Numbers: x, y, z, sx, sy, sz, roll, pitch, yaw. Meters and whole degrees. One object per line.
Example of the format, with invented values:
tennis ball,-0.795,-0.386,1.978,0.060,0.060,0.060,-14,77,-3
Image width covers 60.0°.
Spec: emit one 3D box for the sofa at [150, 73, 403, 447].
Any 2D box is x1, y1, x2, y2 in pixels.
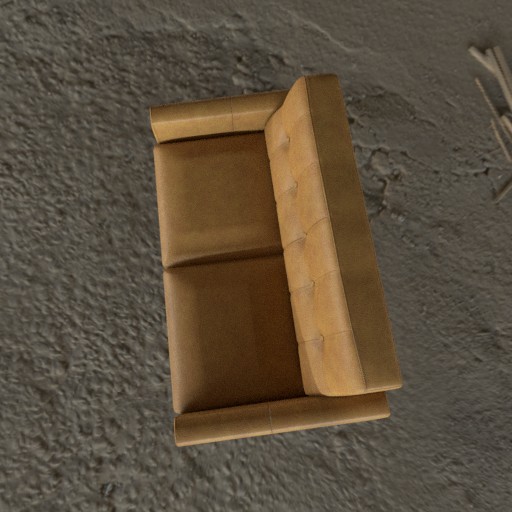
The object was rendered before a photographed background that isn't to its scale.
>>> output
sofa,0.000,0.000,2.234,0.952,0.925,1.651,-7,75,-2
